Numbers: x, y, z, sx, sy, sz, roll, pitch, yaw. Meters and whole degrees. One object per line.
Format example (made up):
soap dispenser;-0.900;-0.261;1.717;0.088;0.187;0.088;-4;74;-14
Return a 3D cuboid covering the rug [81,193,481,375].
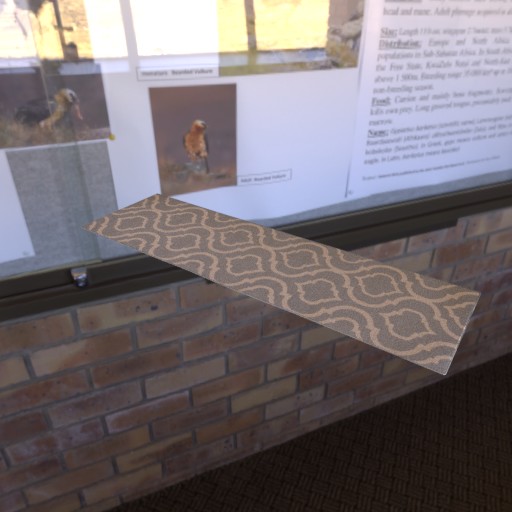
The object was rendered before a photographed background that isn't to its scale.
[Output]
rug;0.000;0.000;2.539;2.275;0.009;0.684;19;36;29
